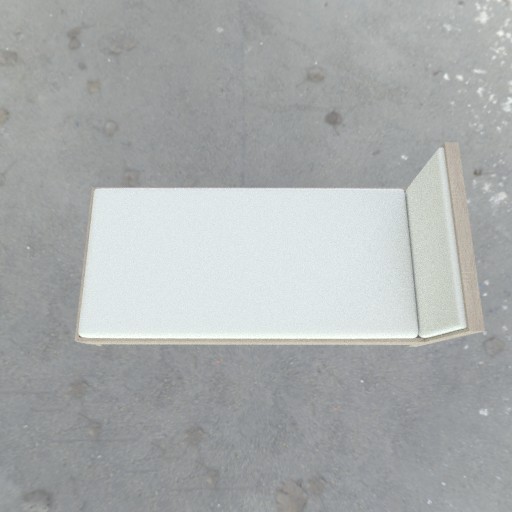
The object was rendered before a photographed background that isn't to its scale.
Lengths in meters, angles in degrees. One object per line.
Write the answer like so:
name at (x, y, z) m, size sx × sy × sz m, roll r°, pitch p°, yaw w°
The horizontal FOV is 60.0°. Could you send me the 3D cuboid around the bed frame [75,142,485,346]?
bed frame at (0.000, 0.000, 2.649) m, size 2.140 × 0.920 × 0.990 m, roll 0°, pitch 74°, yaw 0°
